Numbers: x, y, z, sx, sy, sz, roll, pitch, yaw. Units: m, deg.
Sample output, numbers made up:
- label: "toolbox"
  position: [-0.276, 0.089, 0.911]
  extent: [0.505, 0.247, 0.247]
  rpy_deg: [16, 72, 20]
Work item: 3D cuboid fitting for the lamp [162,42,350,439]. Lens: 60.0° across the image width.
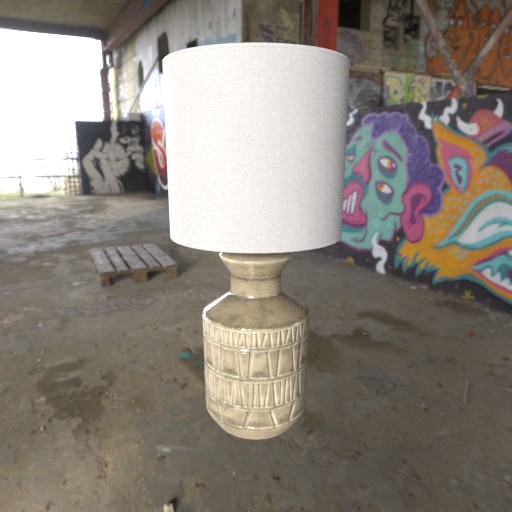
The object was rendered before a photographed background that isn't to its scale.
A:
- label: "lamp"
  position: [0.000, 0.000, 0.563]
  extent: [0.211, 0.455, 0.211]
  rpy_deg: [-2, 14, -9]
